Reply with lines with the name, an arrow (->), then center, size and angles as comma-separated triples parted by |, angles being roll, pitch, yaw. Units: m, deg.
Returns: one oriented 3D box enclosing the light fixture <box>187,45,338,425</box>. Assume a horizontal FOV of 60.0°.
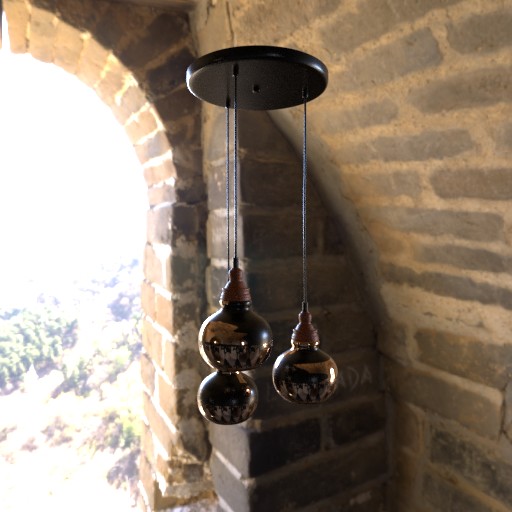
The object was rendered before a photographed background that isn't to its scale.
light fixture -> 0.000, 0.000, 1.738 | 0.608, 1.410, 0.605 | 0, 0, 18
